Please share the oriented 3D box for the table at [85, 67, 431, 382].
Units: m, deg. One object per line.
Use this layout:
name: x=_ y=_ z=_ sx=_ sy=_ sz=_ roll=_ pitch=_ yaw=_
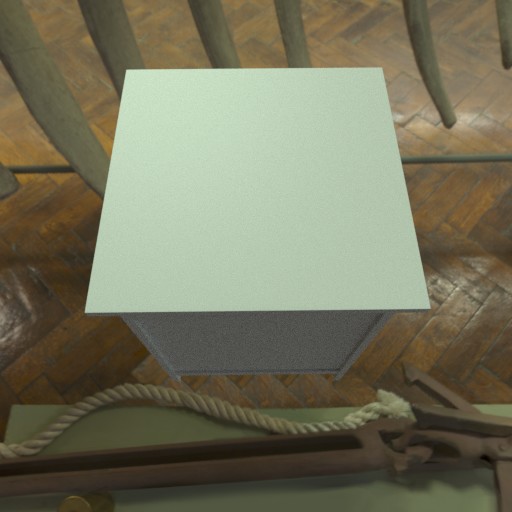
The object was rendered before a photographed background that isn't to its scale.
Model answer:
table: x=0.000 y=0.000 z=0.787 sx=0.381 sy=0.483 sz=0.381 roll=-1 pitch=63 yaw=0
